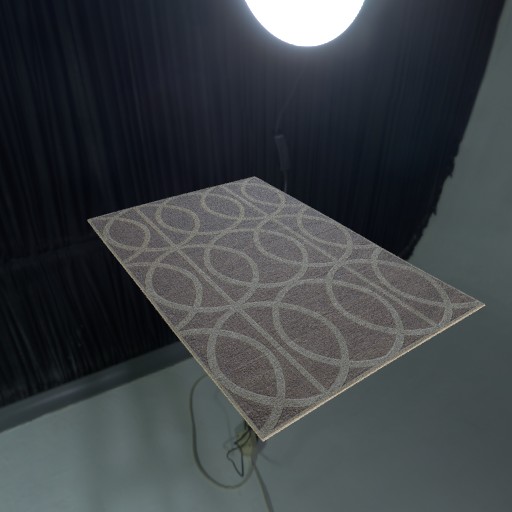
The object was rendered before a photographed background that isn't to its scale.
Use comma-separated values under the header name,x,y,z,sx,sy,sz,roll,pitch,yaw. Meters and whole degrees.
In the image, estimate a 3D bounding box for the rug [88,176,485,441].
name,x,y,z,sx,sy,sz,roll,pitch,yaw
rug,0.000,0.000,2.897,1.526,0.014,2.290,-20,37,-29
